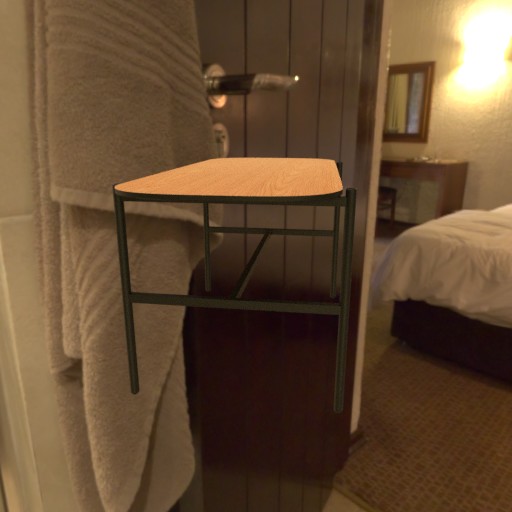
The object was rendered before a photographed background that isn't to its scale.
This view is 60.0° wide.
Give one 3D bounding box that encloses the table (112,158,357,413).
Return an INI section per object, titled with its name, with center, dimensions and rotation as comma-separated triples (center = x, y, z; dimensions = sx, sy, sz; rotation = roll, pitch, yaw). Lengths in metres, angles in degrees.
[table]
center = 0.000, 0.000, 1.039
dimensions = 0.400, 0.400, 0.800
rotation = 2, 16, 8
